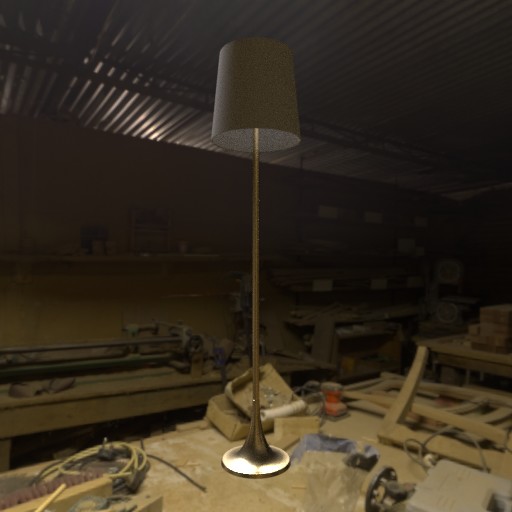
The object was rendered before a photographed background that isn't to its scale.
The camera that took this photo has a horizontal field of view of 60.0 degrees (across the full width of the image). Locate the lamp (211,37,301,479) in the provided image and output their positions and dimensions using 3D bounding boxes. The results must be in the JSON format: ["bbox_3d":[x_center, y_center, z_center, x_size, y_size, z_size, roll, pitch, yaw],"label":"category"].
[{"bbox_3d":[0.000,0.000,1.671,0.337,1.543,0.337,0,-1,0],"label":"lamp"}]
